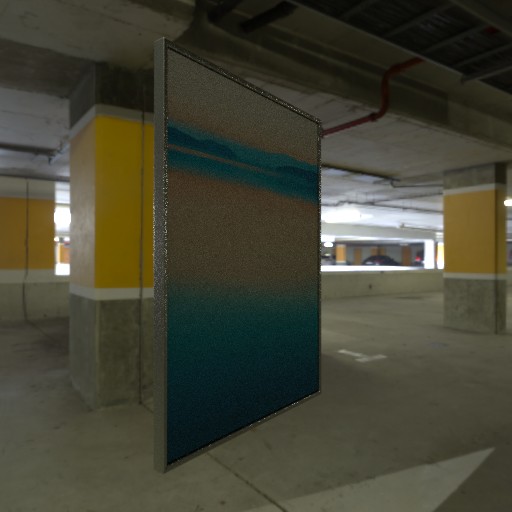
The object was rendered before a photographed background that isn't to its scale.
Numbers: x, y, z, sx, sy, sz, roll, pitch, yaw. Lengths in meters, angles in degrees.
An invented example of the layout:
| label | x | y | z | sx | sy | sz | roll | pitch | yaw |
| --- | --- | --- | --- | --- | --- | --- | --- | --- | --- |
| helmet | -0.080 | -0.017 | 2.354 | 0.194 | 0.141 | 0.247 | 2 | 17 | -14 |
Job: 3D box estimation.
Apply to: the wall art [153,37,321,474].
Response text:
| label | x | y | z | sx | sy | sz | roll | pitch | yaw |
| --- | --- | --- | --- | --- | --- | --- | --- | --- | --- |
| wall art | 0.000 | 0.000 | 1.407 | 0.037 | 1.062 | 0.801 | 0 | -1 | 37 |
